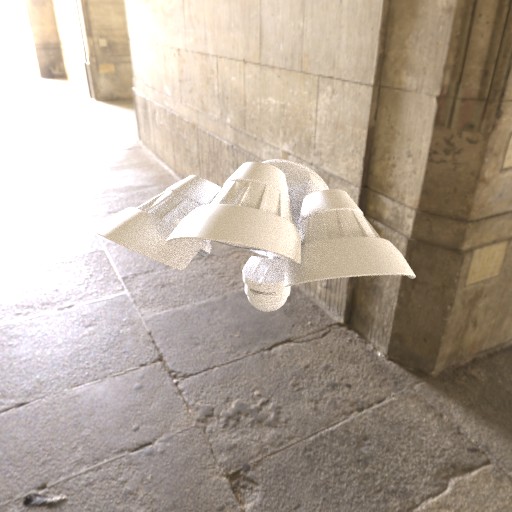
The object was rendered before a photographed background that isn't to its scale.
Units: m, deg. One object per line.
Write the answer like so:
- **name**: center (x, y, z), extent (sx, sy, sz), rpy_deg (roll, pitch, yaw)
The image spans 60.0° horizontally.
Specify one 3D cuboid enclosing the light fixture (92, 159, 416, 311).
- **light fixture**: center (0.000, 0.000, 0.554), extent (0.369, 0.237, 0.278), rpy_deg (8, 30, 15)
